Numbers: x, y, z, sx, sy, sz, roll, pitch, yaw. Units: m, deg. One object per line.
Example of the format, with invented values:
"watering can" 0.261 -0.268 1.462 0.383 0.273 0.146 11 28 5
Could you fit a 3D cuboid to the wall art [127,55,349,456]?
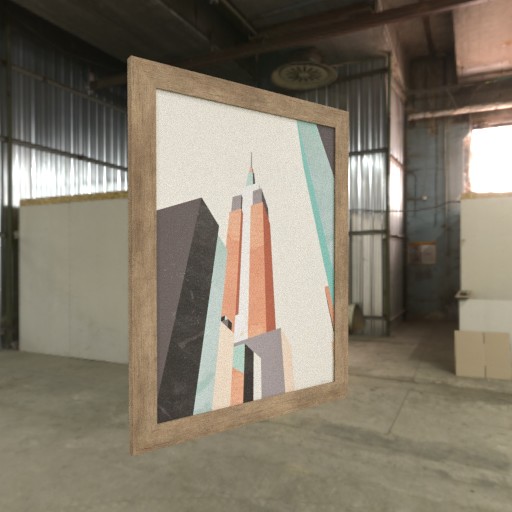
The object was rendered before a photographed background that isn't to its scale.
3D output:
"wall art" 0.000 0.000 0.919 0.534 0.686 0.018 -1 1 -35
